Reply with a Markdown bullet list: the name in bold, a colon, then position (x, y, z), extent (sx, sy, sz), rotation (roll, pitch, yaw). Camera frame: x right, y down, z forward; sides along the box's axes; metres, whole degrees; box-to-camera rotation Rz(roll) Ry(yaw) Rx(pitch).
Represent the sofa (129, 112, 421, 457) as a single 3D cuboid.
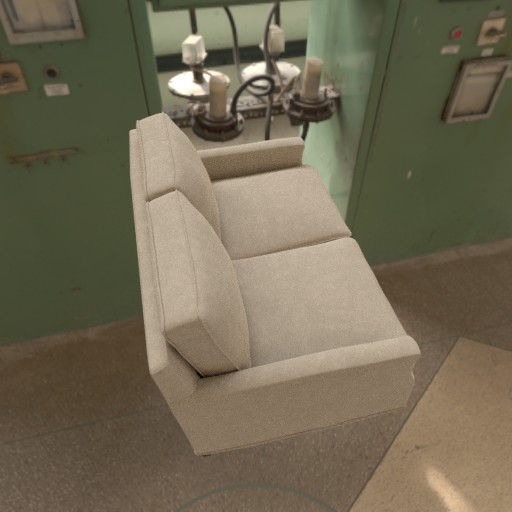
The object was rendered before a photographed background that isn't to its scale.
- **sofa**: position (0.000, 0.000, 2.253), extent (1.084, 1.002, 1.597), rotation (-10, 48, -9)
